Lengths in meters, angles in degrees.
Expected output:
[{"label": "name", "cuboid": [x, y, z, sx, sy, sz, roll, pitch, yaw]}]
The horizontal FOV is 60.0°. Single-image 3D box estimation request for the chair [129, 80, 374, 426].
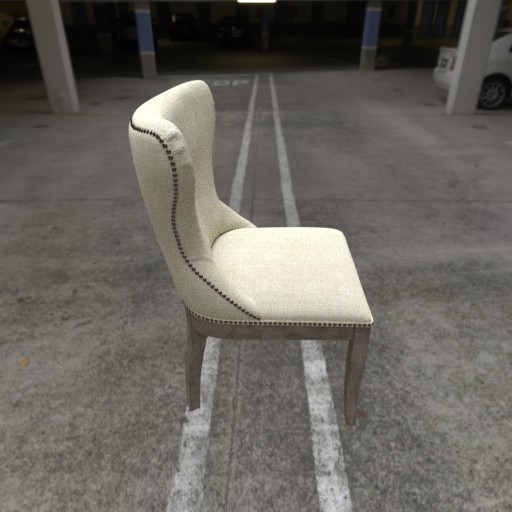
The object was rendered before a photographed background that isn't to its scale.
[{"label": "chair", "cuboid": [0.000, 0.000, 1.461, 0.681, 1.002, 0.654, 0, 31, 1]}]
